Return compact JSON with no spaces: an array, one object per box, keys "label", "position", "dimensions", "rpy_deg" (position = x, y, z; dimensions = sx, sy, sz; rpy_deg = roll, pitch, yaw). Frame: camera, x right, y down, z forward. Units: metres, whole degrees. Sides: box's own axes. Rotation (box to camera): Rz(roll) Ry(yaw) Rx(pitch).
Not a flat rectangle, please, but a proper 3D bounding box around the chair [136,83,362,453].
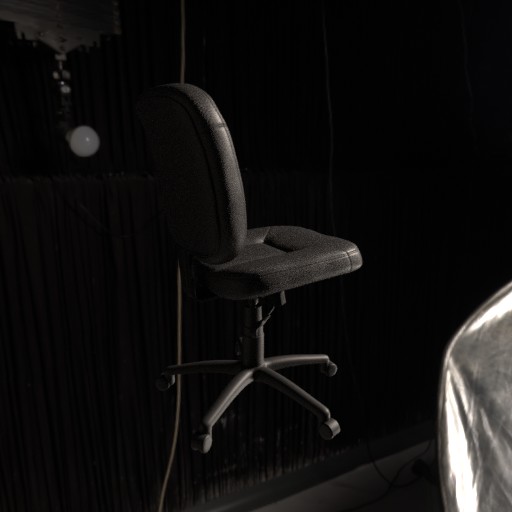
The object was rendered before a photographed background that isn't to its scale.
[{"label":"chair","position":[0.000,0.000,1.378],"dimensions":[0.646,0.959,0.647],"rpy_deg":[-7,15,-26]}]
